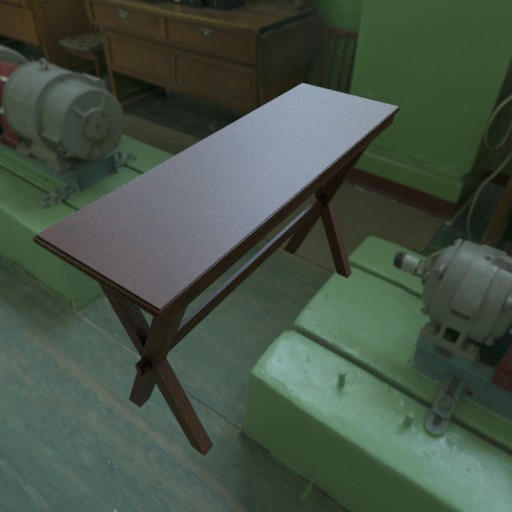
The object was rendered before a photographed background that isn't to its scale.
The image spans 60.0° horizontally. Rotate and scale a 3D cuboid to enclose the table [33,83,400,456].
[{"bbox_3d":[0.000,0.000,1.537,0.399,0.763,1.197,25,47,26],"label":"table"}]
